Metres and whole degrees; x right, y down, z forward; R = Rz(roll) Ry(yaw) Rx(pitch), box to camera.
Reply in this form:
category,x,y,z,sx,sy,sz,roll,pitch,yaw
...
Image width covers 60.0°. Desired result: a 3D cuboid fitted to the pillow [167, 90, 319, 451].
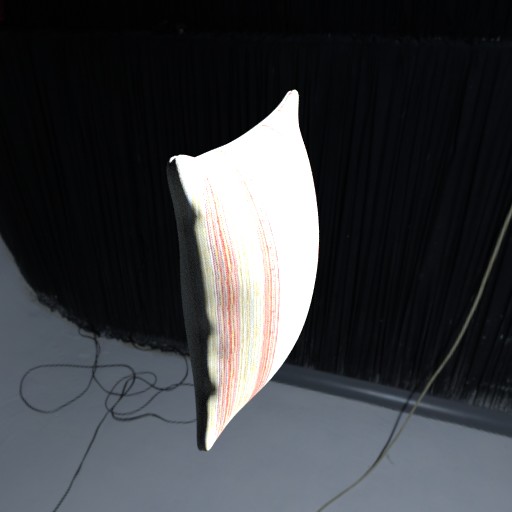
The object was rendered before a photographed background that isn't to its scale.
category,x,y,z,sx,sy,sz,roll,pitch,yaw
pillow,0.000,0.000,0.713,0.191,0.449,0.451,10,31,17
